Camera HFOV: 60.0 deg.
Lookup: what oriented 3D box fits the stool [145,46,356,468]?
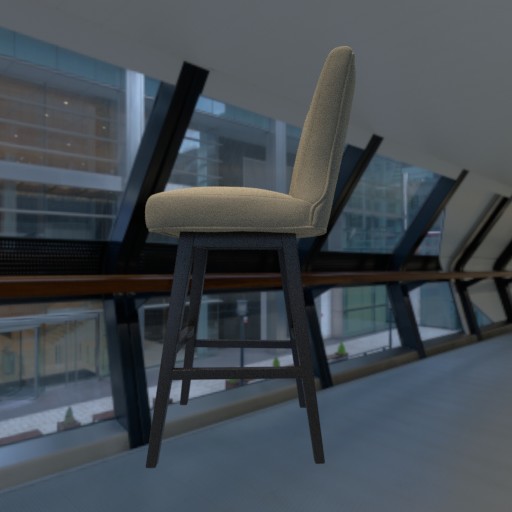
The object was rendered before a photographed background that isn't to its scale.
[{"bbox_3d":[0.000,0.000,1.382,0.574,1.086,0.514,0,0,0],"label":"stool"}]
